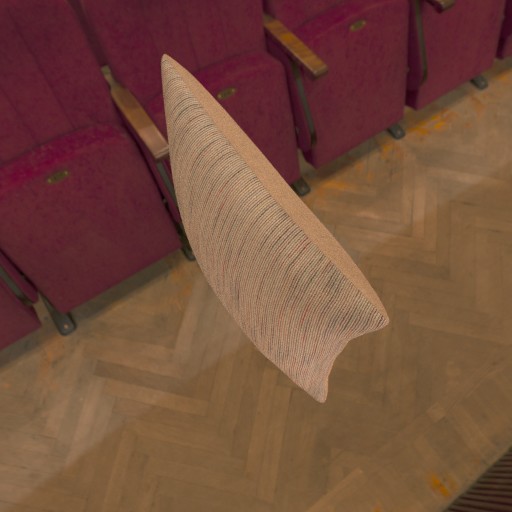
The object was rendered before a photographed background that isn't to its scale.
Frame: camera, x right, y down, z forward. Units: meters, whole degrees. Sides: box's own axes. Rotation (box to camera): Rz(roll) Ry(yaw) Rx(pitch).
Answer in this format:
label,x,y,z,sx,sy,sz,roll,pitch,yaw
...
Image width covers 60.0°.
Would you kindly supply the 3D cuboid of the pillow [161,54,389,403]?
label,x,y,z,sx,sy,sz,roll,pitch,yaw
pillow,0.000,0.000,0.791,0.178,0.506,0.512,-31,67,-14
